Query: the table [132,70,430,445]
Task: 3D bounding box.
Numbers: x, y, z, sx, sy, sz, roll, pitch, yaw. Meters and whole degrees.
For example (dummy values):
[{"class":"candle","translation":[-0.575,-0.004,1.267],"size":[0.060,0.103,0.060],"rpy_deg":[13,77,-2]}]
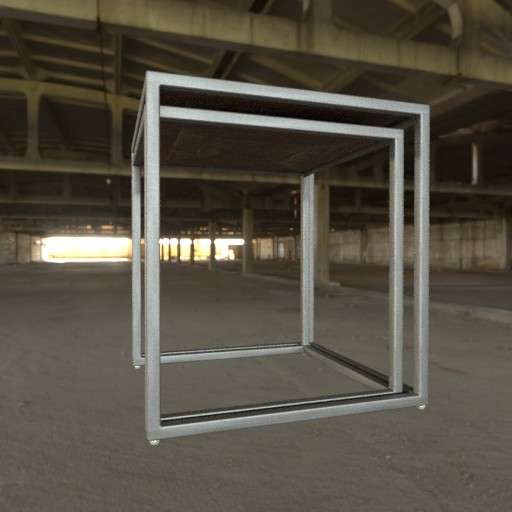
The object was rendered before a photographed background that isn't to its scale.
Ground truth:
[{"class":"table","translation":[0.000,0.000,0.867],"size":[0.449,0.500,0.450],"rpy_deg":[0,1,-18]}]
